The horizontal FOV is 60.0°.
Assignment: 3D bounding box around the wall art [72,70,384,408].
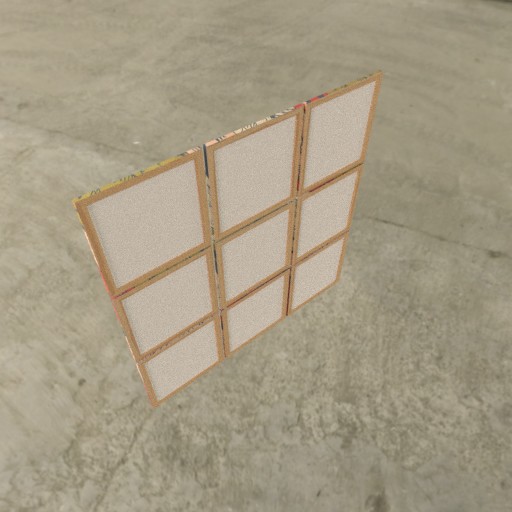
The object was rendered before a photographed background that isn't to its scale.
[{"bbox_3d":[0.000,0.000,1.380,0.904,0.913,0.013,-30,54,-25],"label":"wall art"}]
